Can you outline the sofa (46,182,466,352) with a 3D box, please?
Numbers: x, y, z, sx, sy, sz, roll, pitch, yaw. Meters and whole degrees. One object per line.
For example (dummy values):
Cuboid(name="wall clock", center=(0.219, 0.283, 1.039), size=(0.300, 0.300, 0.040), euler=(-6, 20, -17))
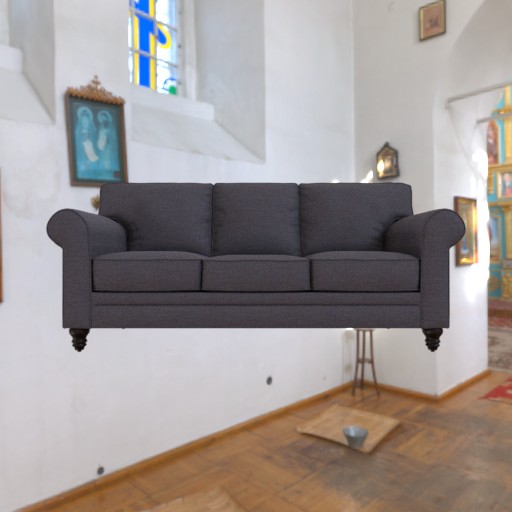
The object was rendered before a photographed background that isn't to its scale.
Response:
Cuboid(name="sofa", center=(0.000, 0.000, 2.606), size=(2.084, 0.966, 0.909), euler=(0, -1, 0))
